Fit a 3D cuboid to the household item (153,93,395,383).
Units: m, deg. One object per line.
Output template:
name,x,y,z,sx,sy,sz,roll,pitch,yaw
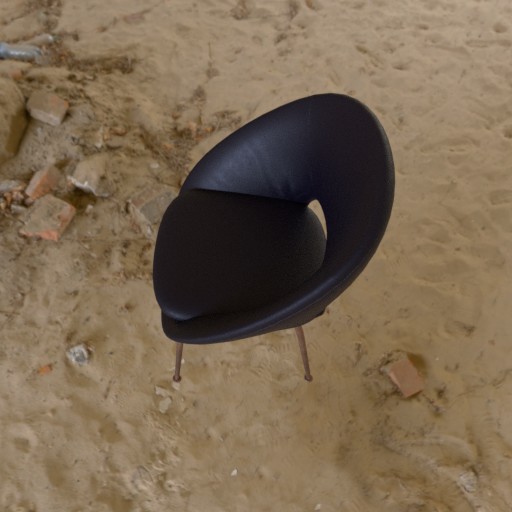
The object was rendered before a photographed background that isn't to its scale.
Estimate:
household item,0.000,0.000,1.265,0.573,0.852,0.623,0,59,0
